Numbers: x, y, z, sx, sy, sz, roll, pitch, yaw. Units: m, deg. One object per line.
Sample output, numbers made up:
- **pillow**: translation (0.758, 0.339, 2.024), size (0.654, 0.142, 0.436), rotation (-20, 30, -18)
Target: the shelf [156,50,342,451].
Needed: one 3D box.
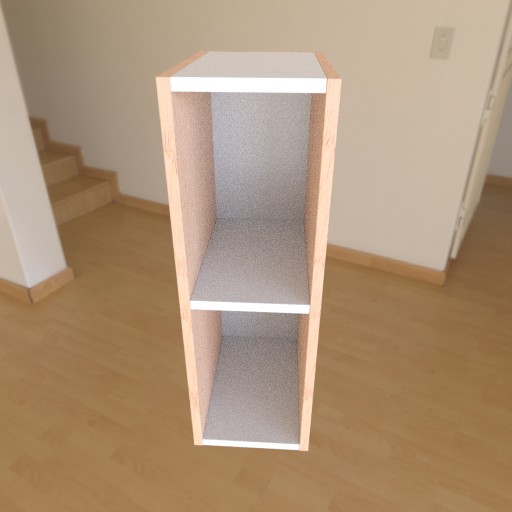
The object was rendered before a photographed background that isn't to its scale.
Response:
- **shelf**: translation (0.000, 0.000, 0.743), size (0.200, 0.600, 0.290), rotation (2, 30, 3)
